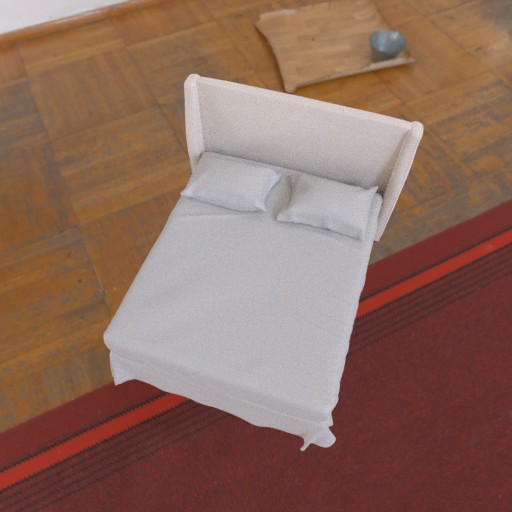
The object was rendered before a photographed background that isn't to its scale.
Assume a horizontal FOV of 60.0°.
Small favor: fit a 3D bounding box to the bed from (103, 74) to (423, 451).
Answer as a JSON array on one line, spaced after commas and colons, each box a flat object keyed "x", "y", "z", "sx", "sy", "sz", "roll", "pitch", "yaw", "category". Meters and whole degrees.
[{"x": 0.000, "y": 0.000, "z": 3.455, "sx": 1.925, "sy": 1.332, "sz": 2.276, "roll": 16, "pitch": 59, "yaw": 10, "category": "bed"}]
